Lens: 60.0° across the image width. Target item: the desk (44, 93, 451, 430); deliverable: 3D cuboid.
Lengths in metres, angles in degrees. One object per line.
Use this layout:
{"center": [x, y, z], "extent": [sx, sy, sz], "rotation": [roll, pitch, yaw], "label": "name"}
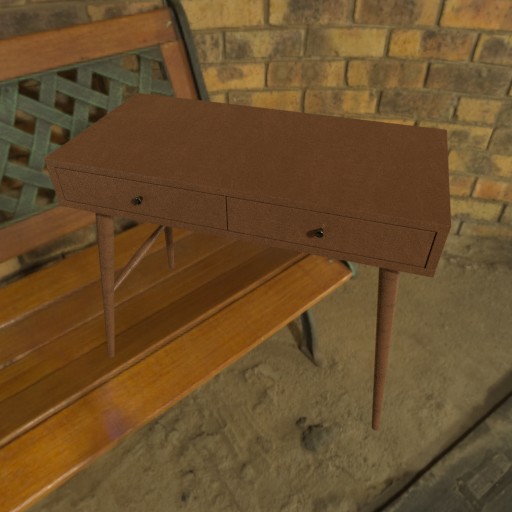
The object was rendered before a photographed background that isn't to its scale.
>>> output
{"center": [0.000, 0.000, 1.393], "extent": [0.949, 0.758, 0.510], "rotation": [11, 41, 13], "label": "desk"}
